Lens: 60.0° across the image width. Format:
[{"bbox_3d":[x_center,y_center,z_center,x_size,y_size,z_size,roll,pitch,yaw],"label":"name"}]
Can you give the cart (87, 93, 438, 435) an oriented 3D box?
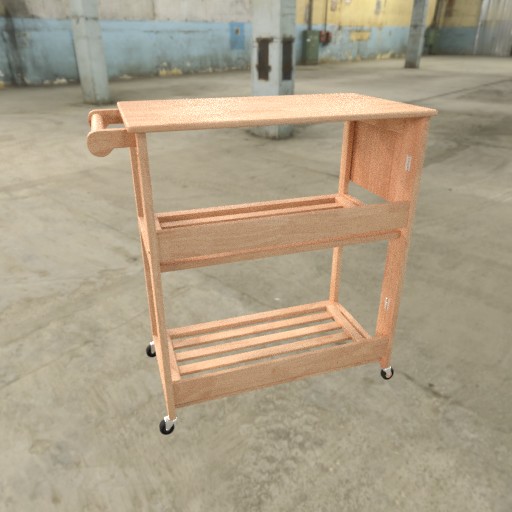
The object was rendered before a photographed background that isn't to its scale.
[{"bbox_3d":[0.000,0.000,1.360,0.853,0.879,0.432,-8,27,-16],"label":"cart"}]
